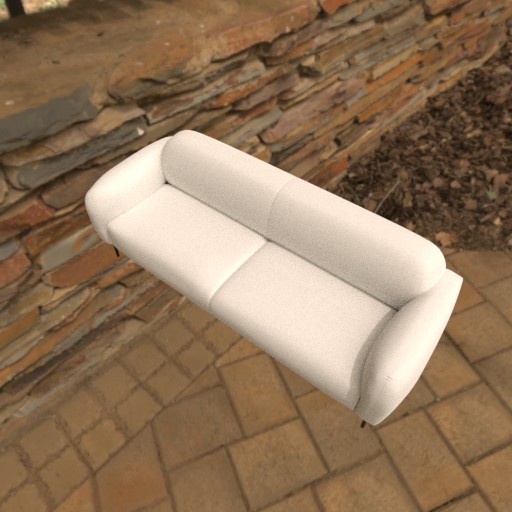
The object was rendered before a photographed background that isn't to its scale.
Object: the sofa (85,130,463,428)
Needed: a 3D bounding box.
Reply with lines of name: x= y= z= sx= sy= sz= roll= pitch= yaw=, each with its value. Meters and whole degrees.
sofa: x=0.000 y=0.000 z=2.720 sx=2.257 sy=0.780 sz=0.880 roll=30 pitch=55 yaw=25
